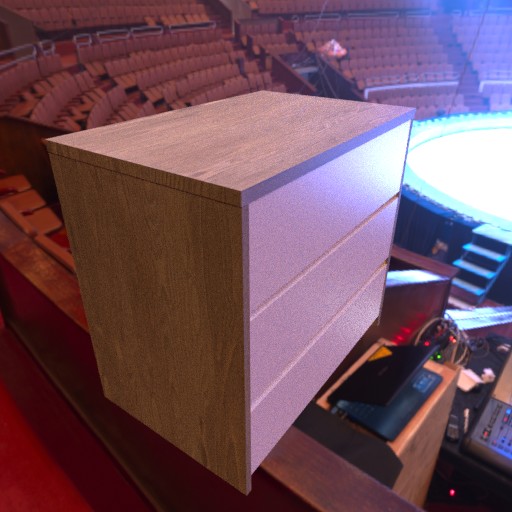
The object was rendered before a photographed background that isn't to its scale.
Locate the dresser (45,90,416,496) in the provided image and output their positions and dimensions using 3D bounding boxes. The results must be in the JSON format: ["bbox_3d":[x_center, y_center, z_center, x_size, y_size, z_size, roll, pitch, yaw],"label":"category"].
[{"bbox_3d":[0.000,0.000,1.284,0.529,0.762,0.809,19,34,31],"label":"dresser"}]
